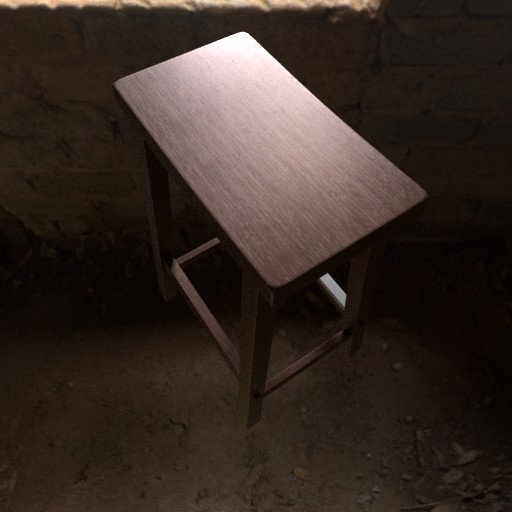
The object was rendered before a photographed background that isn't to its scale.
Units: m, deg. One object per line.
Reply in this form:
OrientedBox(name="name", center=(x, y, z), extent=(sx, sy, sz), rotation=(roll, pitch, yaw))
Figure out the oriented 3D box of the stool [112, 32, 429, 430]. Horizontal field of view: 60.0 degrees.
OrientedBox(name="stool", center=(0.000, 0.000, 0.838), extent=(0.322, 0.610, 0.406), rotation=(-30, 63, -17))
